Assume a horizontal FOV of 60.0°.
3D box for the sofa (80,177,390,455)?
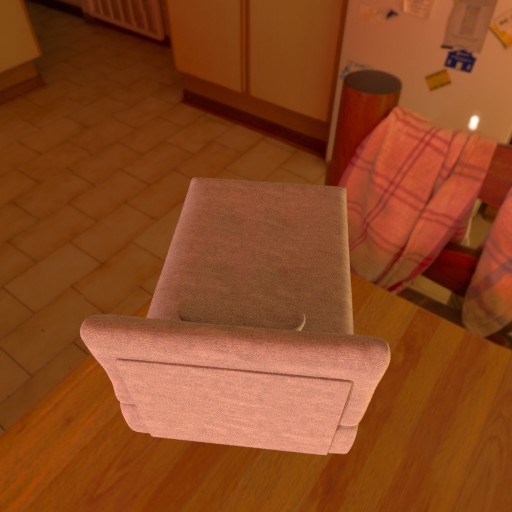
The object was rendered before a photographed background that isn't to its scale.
[{"bbox_3d":[0.000,0.000,2.012,0.930,0.820,1.450,4,48,4],"label":"sofa"}]
